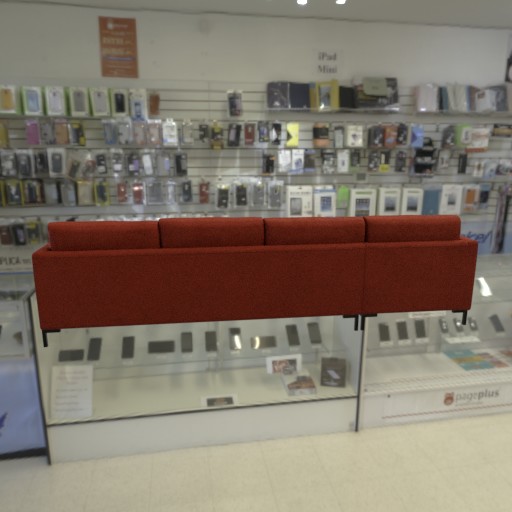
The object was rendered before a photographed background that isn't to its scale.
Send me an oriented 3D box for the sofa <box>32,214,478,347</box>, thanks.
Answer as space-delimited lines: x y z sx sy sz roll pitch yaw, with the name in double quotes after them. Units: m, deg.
0.000 0.000 2.947 2.467 0.663 1.136 -2 14 -7 "sofa"
